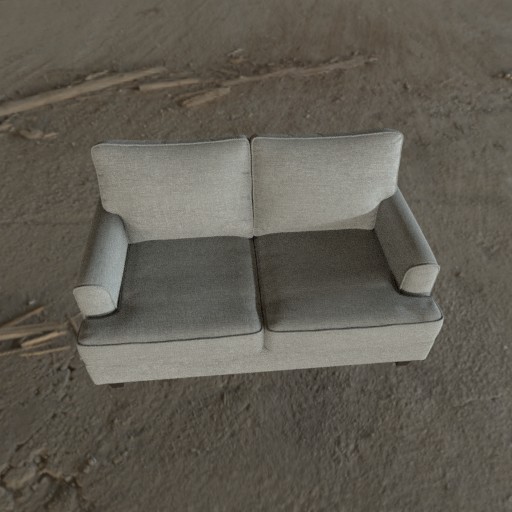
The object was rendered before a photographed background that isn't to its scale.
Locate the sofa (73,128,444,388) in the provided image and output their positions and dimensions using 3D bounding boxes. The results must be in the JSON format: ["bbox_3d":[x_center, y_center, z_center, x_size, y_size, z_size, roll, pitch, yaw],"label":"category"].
[{"bbox_3d":[0.000,0.000,2.220,1.651,0.965,0.965,-3,45,-3],"label":"sofa"}]
